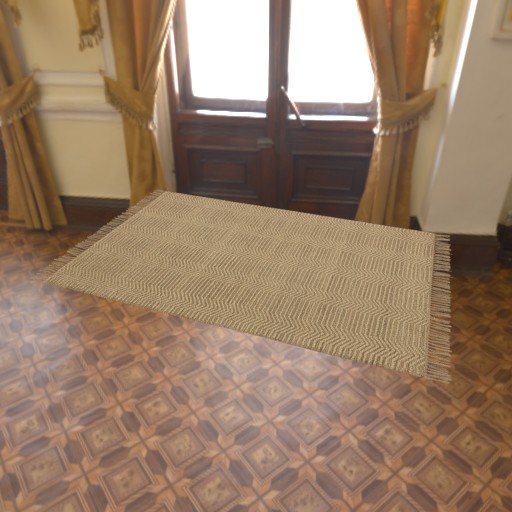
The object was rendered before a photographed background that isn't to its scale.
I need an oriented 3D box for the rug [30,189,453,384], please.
[{"bbox_3d":[0.000,0.000,3.043,2.523,0.034,1.528,11,33,17],"label":"rug"}]
